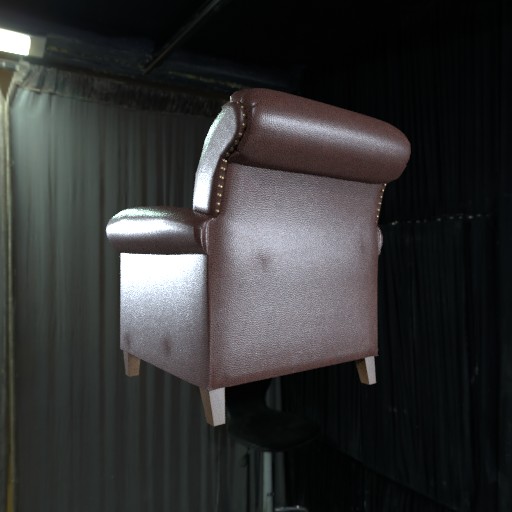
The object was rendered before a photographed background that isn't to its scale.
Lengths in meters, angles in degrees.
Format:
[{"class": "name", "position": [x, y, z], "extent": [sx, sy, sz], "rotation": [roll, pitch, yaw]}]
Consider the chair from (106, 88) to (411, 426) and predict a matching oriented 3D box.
[{"class": "chair", "position": [0.000, 0.000, 1.631], "extent": [0.854, 0.927, 0.890], "rotation": [0, 0, -37]}]
